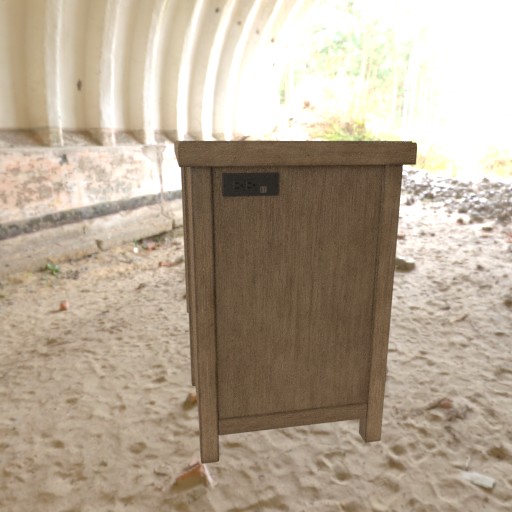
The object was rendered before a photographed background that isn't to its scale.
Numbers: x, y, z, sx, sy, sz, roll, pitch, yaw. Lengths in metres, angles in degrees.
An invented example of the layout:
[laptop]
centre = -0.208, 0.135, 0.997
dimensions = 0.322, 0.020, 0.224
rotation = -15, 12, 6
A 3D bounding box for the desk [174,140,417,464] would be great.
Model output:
[desk]
centre = 0.000, 0.000, 1.813
dimensions = 0.610, 0.912, 1.289
rotation = -3, 15, -10
